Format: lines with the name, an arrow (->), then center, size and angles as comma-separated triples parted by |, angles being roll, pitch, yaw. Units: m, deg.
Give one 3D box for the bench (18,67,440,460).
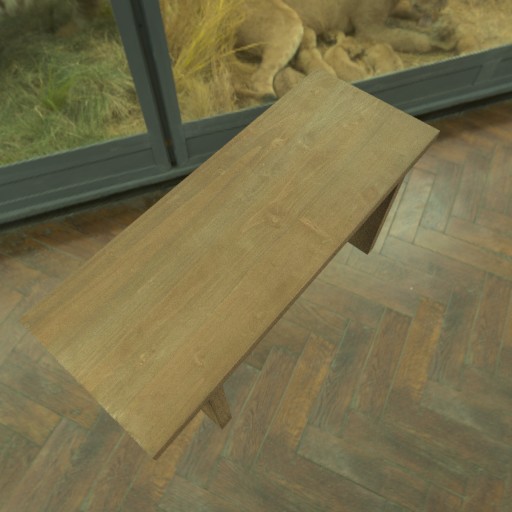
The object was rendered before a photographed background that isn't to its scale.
bench -> 0.000, 0.000, 1.384 | 0.458, 0.458, 1.183 | 36, 66, 19
